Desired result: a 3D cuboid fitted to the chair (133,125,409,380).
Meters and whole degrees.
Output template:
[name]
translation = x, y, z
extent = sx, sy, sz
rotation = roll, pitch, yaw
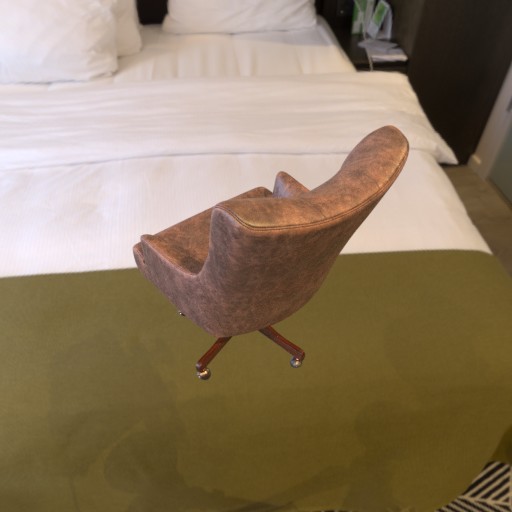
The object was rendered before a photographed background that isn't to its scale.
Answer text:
[chair]
translation = 0.000, 0.000, 1.563
extent = 0.641, 1.035, 0.762
rotation = -29, 52, -25
